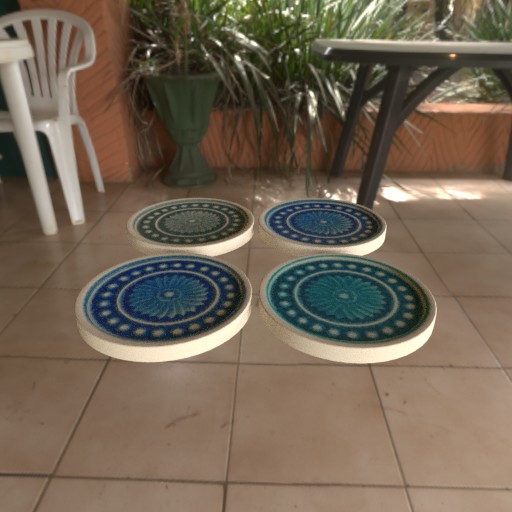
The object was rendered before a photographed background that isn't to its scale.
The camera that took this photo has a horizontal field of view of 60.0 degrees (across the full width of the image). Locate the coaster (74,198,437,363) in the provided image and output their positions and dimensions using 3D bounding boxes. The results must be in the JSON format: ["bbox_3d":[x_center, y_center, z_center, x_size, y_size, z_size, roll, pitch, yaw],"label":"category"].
[{"bbox_3d":[0.000,0.000,0.331,0.220,0.010,0.224,0,28,0],"label":"coaster"}]
